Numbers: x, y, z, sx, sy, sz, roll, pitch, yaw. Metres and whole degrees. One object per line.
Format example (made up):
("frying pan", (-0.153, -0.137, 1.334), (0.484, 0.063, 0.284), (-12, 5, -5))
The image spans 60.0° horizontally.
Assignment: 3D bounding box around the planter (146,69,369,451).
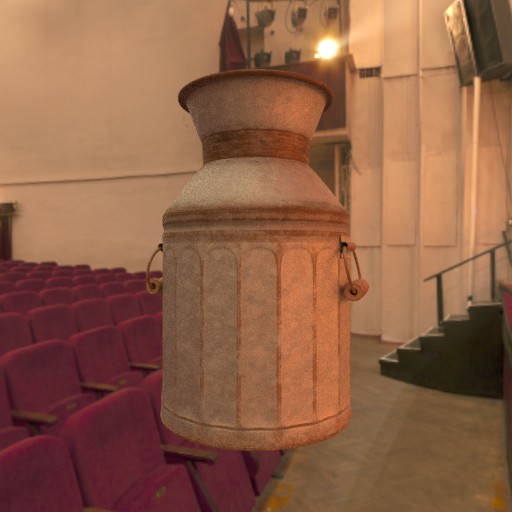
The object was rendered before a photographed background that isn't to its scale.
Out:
("planter", (0.000, 0.000, 0.510), (0.248, 0.358, 0.215), (0, 0, 18))
